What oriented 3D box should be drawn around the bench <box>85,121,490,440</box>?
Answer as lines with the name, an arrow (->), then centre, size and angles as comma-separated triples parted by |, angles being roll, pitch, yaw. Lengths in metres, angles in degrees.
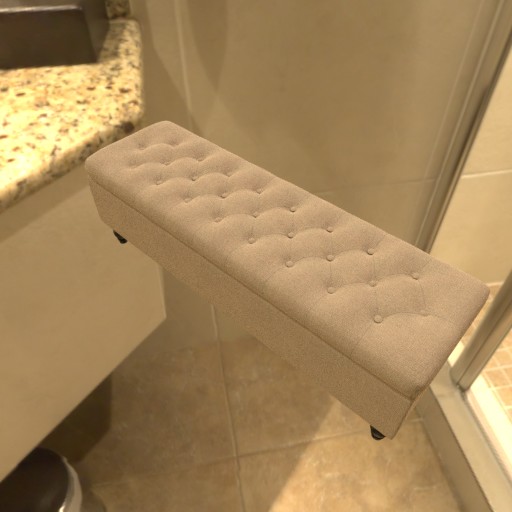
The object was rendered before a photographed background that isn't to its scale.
bench -> 0.000, 0.000, 1.669 | 1.480, 0.467, 0.455 | 33, 54, 28
